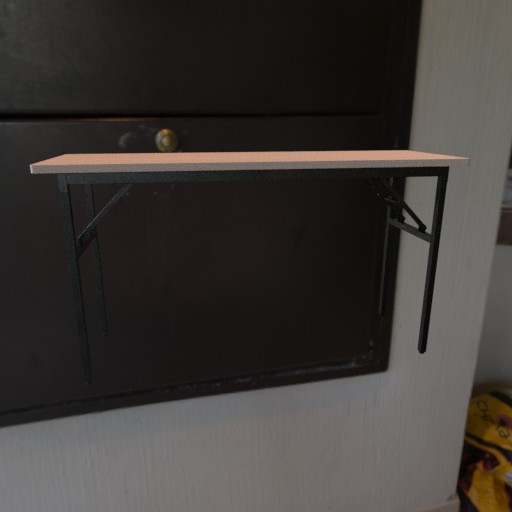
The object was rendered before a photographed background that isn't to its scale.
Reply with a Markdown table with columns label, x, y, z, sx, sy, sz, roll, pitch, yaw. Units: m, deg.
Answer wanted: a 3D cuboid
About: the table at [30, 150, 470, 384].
| label | x | y | z | sx | sy | sz | roll | pitch | yaw |
| --- | --- | --- | --- | --- | --- | --- | --- | --- | --- |
| table | 0.000 | 0.000 | 1.703 | 1.397 | 0.750 | 0.447 | -3 | 17 | -9 |
